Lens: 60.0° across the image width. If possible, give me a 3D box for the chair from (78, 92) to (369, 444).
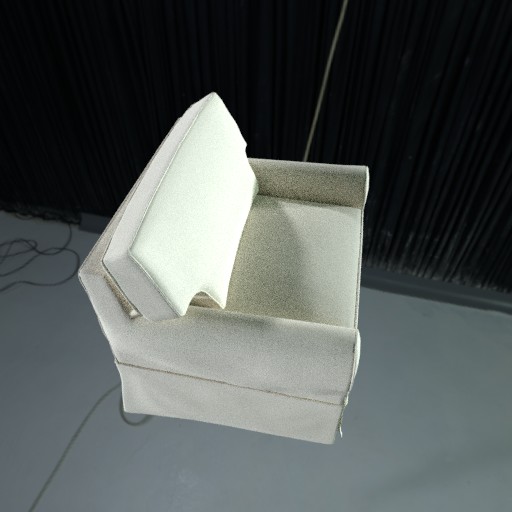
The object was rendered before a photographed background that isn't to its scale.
[{"bbox_3d":[0.000,0.000,1.814,0.904,0.958,1.099,9,47,8],"label":"chair"}]
